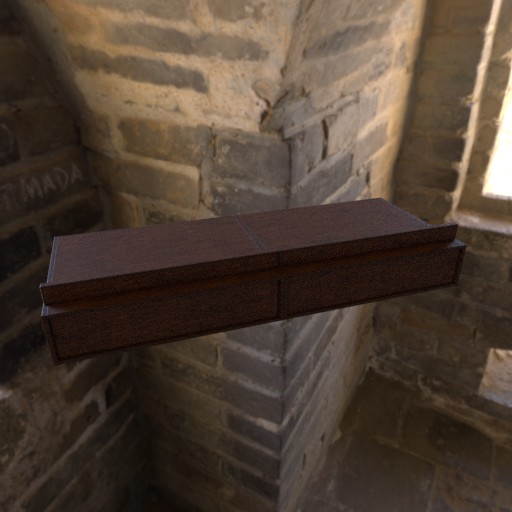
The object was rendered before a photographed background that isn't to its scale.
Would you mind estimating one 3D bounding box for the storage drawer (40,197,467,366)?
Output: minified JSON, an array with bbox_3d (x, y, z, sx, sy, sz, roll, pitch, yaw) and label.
[{"bbox_3d":[0.000,0.000,2.259,1.914,0.339,0.774,-9,28,-17],"label":"storage drawer"}]
